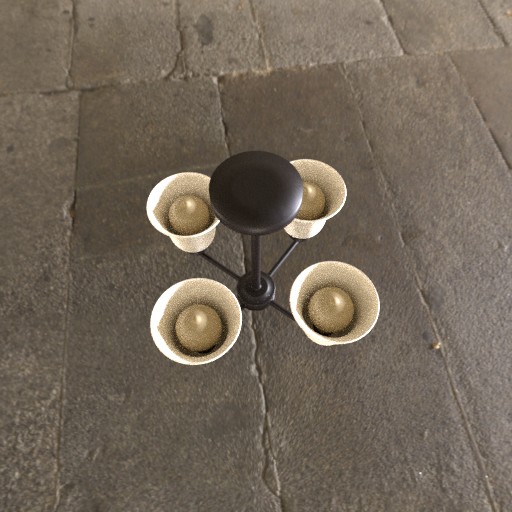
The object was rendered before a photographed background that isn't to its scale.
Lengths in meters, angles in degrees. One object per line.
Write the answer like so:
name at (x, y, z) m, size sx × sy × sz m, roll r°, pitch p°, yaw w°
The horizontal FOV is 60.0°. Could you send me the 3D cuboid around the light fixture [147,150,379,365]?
light fixture at (0.000, 0.000, 1.815) m, size 1.069 × 0.925 × 1.069 m, roll 33°, pitch 67°, yaw 17°
